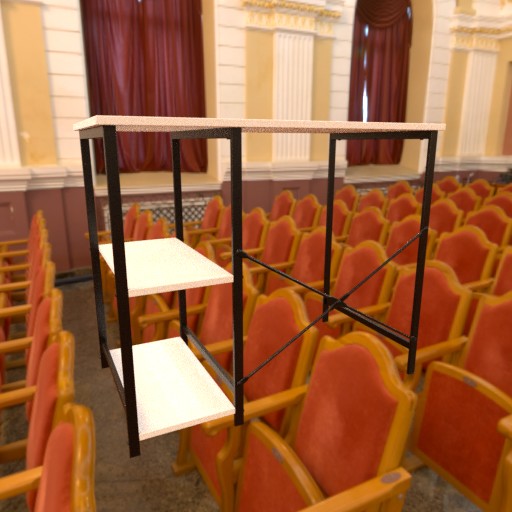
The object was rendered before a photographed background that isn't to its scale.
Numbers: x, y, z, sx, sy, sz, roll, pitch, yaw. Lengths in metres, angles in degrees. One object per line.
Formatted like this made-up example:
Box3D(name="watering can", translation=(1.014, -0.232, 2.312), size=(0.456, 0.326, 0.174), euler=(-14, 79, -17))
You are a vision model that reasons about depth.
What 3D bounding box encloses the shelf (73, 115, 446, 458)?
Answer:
Box3D(name="shelf", translation=(0.000, 0.000, 1.317), size=(0.902, 0.750, 0.498), euler=(-7, 16, -25))
